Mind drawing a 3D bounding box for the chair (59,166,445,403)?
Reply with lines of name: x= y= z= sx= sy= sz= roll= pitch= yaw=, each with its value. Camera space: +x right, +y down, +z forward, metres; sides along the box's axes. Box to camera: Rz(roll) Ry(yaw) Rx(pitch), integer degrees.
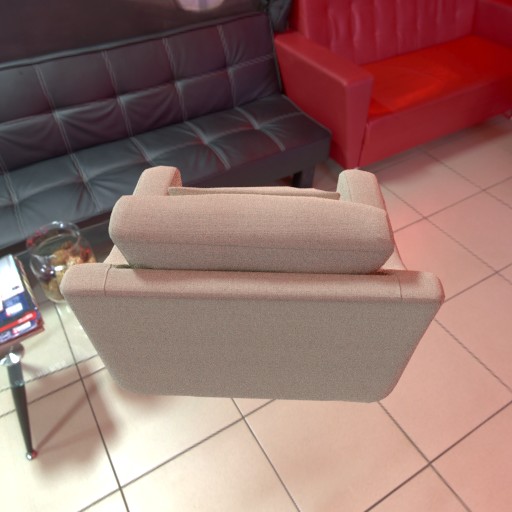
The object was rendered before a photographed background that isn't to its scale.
chair: x=0.000 y=0.000 z=1.907 sx=1.178 sy=1.016 sz=1.009 roll=1 pitch=46 yaw=1
